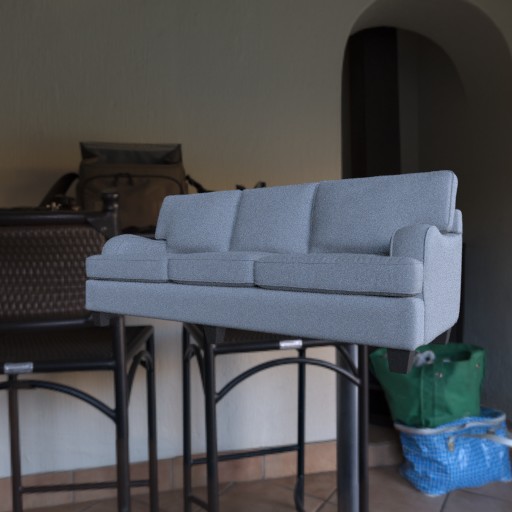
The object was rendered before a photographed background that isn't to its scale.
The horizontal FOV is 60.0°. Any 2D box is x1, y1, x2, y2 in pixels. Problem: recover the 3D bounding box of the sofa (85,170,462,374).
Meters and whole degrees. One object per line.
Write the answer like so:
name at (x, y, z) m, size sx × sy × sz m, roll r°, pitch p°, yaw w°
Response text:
sofa at (0.000, 0.000, 2.880) m, size 2.323 × 0.997 × 1.016 m, roll 0°, pitch 1°, yaw 35°
